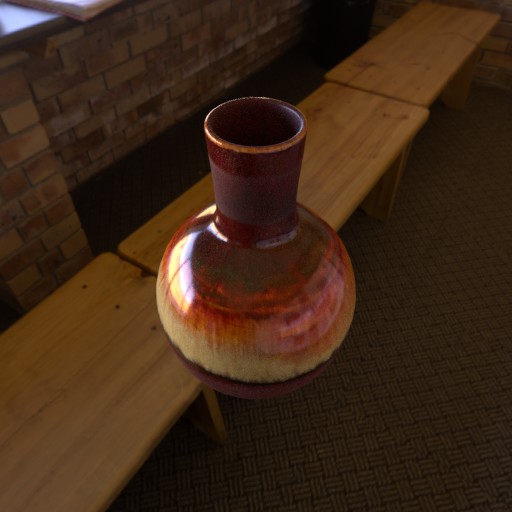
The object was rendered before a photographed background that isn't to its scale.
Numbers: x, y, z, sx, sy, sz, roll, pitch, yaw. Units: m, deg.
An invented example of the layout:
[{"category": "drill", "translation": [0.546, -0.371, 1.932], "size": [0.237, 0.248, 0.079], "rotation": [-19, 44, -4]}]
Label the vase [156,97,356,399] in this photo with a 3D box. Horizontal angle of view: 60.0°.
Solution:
[{"category": "vase", "translation": [0.000, 0.000, 0.231], "size": [0.111, 0.154, 0.111], "rotation": [0, 46, 0]}]
